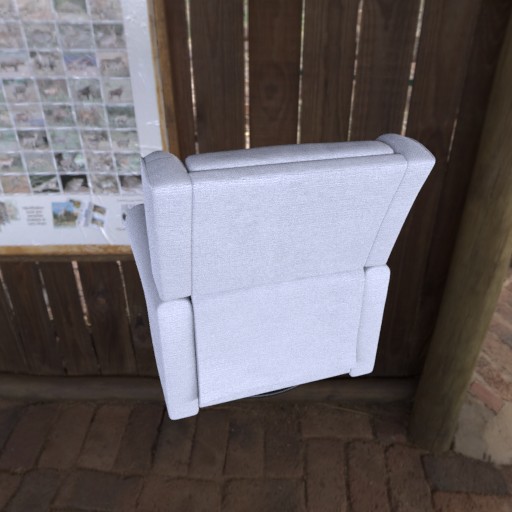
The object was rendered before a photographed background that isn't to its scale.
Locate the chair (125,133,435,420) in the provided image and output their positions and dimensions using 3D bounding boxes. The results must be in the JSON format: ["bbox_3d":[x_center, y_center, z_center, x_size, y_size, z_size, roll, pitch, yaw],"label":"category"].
[{"bbox_3d":[0.000,0.000,1.672,0.906,0.966,0.854,-8,28,-16],"label":"chair"}]
